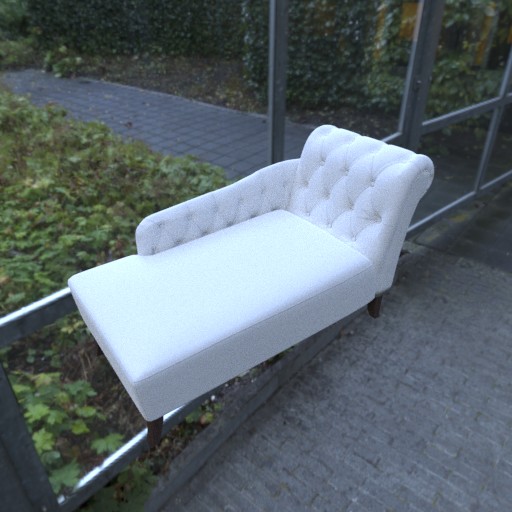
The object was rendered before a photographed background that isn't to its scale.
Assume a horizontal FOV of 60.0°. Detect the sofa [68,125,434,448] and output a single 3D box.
[{"bbox_3d":[0.000,0.000,1.855,1.379,0.787,0.675,-21,38,-30],"label":"sofa"}]
